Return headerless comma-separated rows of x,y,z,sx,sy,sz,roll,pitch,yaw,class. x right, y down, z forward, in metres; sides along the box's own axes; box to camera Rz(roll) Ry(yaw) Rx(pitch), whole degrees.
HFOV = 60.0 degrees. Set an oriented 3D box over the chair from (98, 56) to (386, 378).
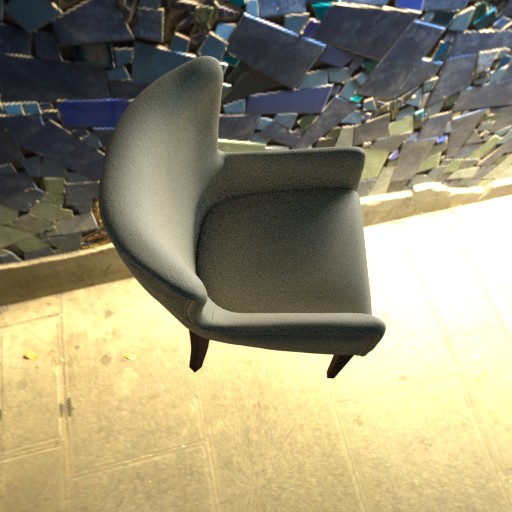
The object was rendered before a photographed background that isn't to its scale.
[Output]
0.000,0.000,1.386,0.686,0.952,0.660,1,63,1,chair
